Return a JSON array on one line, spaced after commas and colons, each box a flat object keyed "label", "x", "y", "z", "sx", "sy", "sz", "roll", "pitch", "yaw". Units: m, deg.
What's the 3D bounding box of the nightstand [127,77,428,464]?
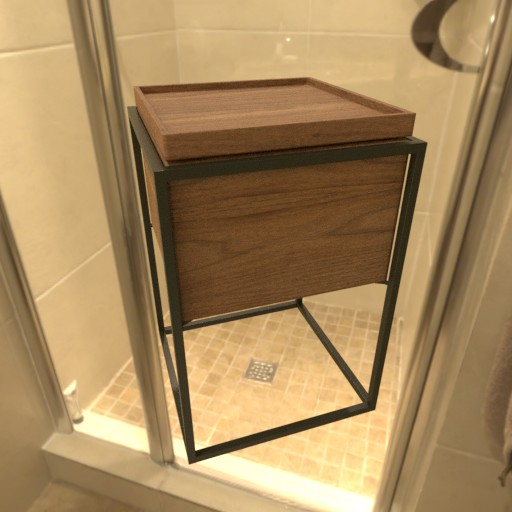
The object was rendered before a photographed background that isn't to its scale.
[{"label": "nightstand", "x": 0.000, "y": 0.000, "z": 0.888, "sx": 0.397, "sy": 0.607, "sz": 0.397, "roll": -10, "pitch": 32, "yaw": -16}]
